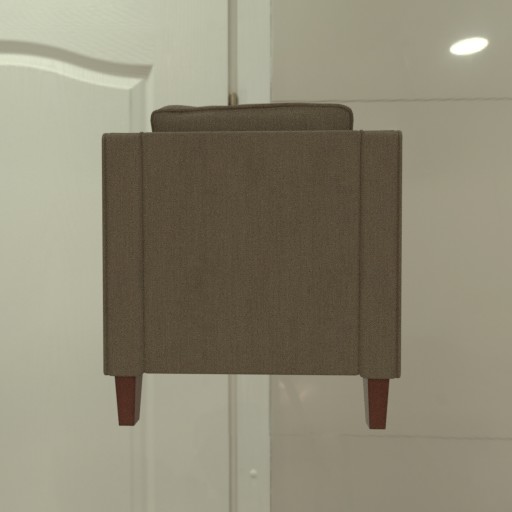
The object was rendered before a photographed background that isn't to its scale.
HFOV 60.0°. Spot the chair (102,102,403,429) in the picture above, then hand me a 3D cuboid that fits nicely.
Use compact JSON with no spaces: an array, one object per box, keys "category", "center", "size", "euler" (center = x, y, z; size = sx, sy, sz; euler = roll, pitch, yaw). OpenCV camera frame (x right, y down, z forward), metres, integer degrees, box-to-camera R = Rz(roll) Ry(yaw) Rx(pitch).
[{"category":"chair","center":[0.000,0.000,1.662],"size":[0.831,0.960,0.909],"euler":[0,0,2]}]
